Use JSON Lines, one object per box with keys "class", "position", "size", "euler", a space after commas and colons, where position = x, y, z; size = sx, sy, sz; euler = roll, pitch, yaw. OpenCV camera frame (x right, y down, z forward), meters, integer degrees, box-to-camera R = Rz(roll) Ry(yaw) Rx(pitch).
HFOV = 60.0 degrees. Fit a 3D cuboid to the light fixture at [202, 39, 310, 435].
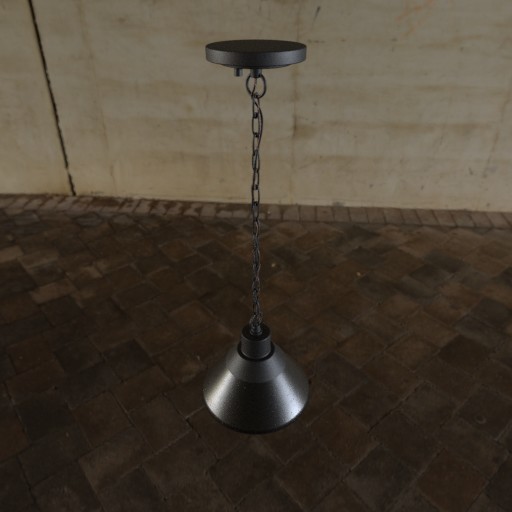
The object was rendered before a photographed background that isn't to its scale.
{"class": "light fixture", "position": [0.000, 0.000, 0.680], "size": [0.201, 0.588, 0.201], "euler": [22, 38, 31]}
